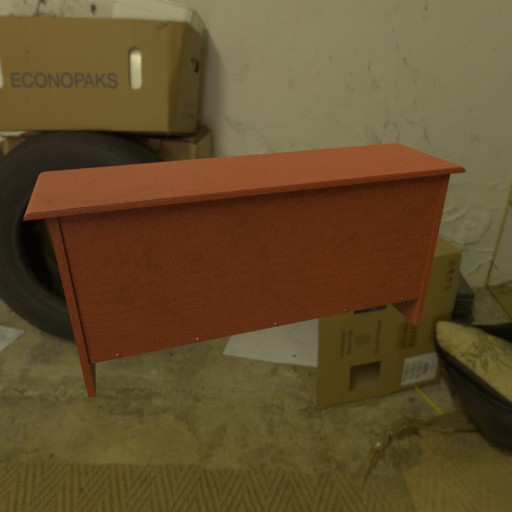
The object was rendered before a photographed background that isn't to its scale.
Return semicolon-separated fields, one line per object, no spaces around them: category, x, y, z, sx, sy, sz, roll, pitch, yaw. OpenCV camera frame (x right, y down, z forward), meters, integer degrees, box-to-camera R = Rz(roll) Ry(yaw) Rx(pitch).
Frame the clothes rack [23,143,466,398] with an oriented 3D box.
clothes rack;0.000;0.000;1.476;1.251;0.594;0.362;-9;28;-16
